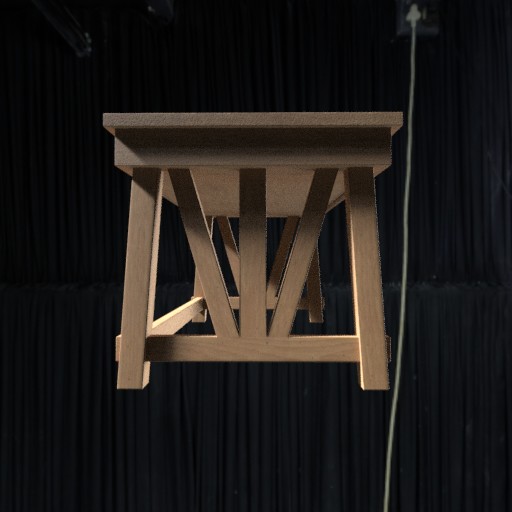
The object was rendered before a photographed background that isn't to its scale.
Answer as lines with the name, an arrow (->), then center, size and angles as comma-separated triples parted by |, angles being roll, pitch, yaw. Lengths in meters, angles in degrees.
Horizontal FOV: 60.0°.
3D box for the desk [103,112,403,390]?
desk -> 0.000, 0.000, 1.947 | 0.813, 0.762, 1.499 | 0, -1, 1
